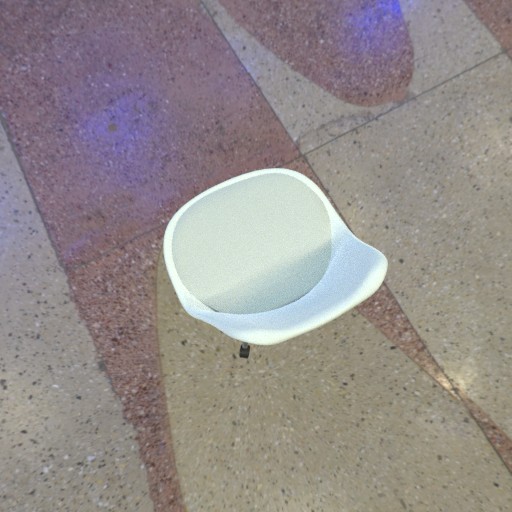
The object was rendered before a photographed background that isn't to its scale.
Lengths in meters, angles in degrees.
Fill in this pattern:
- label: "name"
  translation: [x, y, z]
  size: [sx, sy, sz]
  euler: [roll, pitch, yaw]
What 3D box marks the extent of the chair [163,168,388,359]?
- label: "chair"
  translation: [0.000, 0.000, 1.282]
  size: [0.550, 0.930, 0.550]
  euler: [-26, 76, -7]
